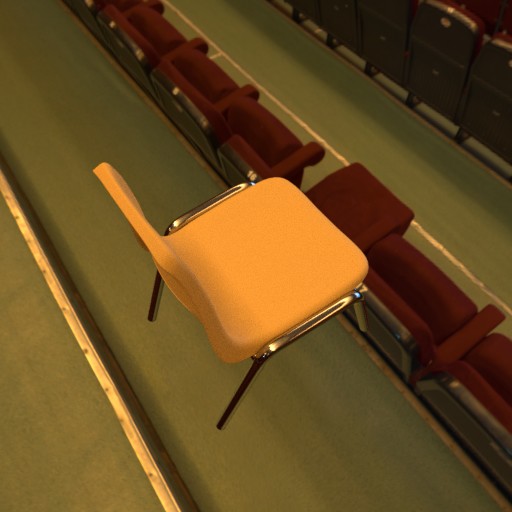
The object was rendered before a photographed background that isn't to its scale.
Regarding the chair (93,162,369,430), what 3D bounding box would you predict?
[{"bbox_3d":[0.000,0.000,0.832,0.423,0.586,0.354,-31,62,-19],"label":"chair"}]
